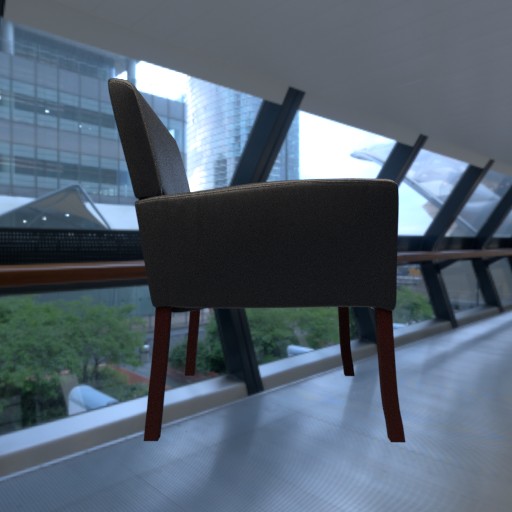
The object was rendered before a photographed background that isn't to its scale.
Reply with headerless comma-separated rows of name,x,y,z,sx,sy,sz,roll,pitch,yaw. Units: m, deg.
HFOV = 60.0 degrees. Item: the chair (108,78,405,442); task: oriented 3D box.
chair,0.000,0.000,1.461,0.772,0.951,0.683,0,0,1
